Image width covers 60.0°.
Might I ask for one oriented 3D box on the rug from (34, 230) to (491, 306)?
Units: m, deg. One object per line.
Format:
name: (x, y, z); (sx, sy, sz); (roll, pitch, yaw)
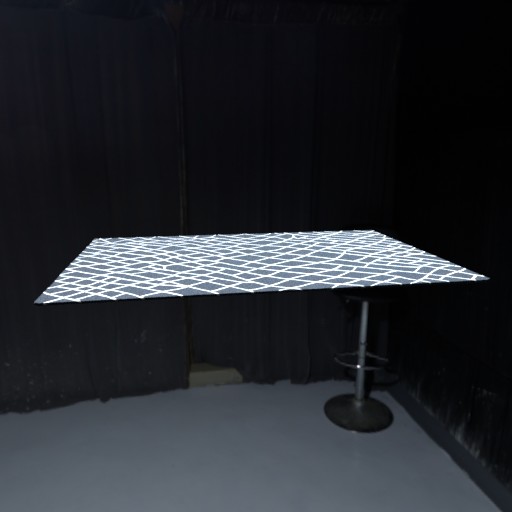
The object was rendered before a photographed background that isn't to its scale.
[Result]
rug: (0.000, 0.000, 2.317); (1.830, 0.013, 1.223); (-2, 14, -9)
